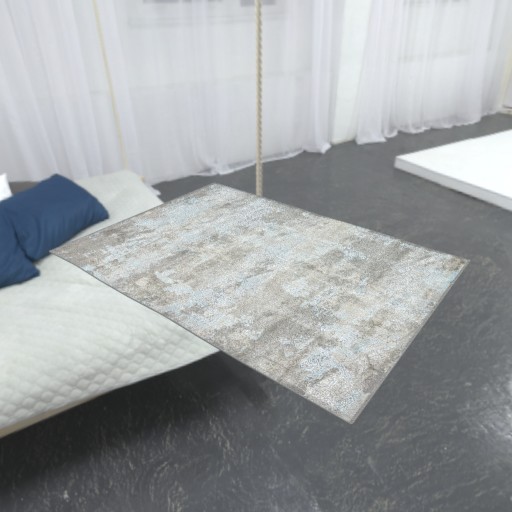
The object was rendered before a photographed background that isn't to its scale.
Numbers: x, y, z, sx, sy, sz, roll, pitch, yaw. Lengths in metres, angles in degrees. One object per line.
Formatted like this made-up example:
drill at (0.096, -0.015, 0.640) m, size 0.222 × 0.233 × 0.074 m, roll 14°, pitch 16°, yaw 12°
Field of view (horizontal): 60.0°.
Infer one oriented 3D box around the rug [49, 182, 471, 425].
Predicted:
rug at (0.000, 0.000, 4.274) m, size 3.307 × 0.013 × 2.393 m, roll 22°, pitch 37°, yaw 32°
